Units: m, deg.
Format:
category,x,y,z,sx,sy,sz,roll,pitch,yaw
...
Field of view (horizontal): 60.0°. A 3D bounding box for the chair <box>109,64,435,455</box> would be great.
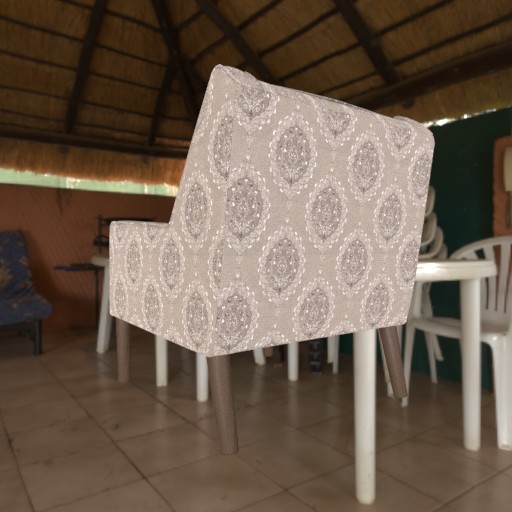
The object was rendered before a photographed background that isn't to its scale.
category,x,y,z,sx,sy,sz,roll,pitch,yaw
chair,0.000,0.000,1.306,0.665,0.797,0.750,-1,1,-36
